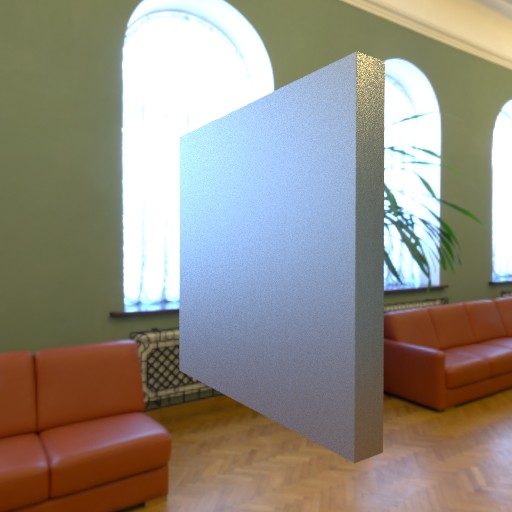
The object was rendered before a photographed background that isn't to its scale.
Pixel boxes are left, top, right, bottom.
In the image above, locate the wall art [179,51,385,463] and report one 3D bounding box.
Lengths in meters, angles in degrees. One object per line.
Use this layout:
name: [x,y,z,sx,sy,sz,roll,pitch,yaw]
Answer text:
wall art: [0.000,0.000,0.530,0.038,0.350,0.350,-1,1,-35]
